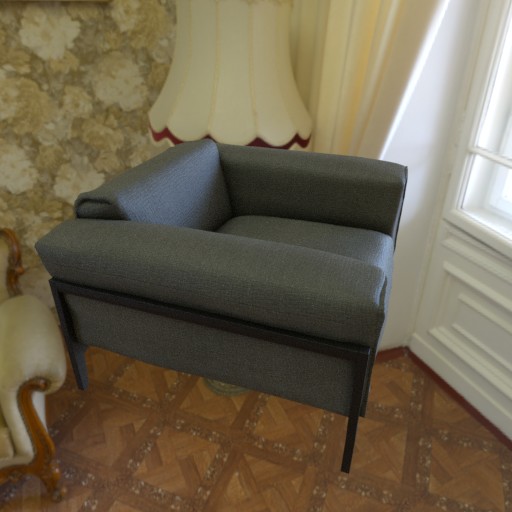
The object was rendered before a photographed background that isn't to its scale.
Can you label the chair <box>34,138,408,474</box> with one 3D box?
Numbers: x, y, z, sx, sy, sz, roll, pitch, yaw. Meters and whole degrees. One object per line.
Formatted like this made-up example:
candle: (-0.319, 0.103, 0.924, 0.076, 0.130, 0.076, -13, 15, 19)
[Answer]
chair: (0.000, 0.000, 1.611, 0.969, 0.646, 1.056, 10, 31, 17)
